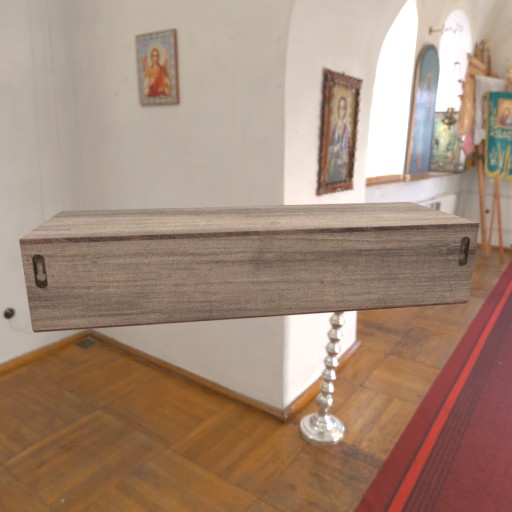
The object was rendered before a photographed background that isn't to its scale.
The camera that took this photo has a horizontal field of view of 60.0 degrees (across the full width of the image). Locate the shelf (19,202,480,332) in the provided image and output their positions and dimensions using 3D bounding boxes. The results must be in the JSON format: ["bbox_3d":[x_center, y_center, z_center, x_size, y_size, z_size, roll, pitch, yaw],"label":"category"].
[{"bbox_3d":[0.000,0.000,0.691,0.610,0.125,0.200,-3,16,-9],"label":"shelf"}]
